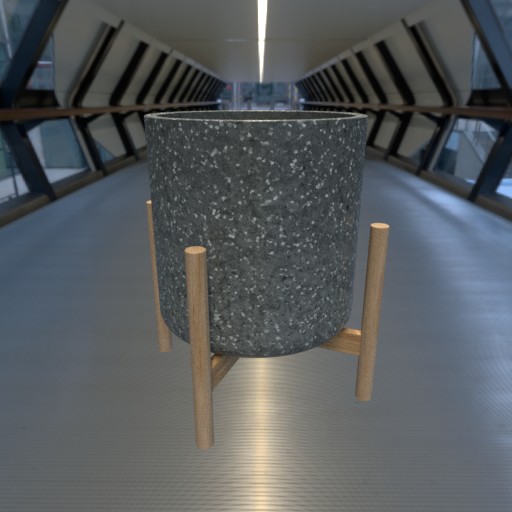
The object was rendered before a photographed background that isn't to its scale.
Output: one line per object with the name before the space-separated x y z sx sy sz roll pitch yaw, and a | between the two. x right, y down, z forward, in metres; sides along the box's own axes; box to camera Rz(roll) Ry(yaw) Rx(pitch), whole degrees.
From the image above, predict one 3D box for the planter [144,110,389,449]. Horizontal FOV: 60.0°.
planter | 0.000 0.000 0.688 0.360 0.419 0.360 19 27 42
